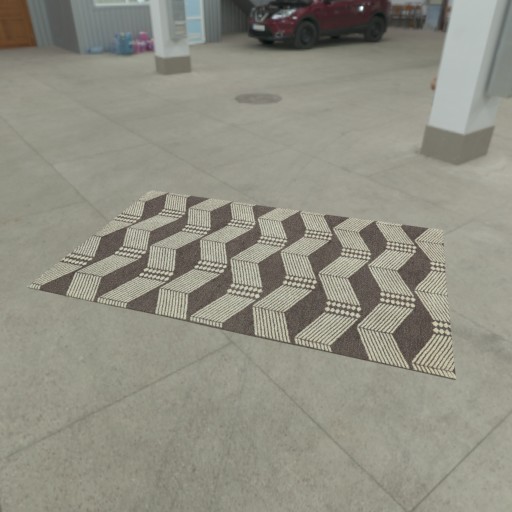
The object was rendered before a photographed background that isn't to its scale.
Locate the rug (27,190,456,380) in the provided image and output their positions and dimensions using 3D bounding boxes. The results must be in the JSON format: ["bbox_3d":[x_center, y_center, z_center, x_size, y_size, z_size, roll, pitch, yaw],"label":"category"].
[{"bbox_3d":[0.000,0.000,2.989,2.435,0.011,1.517,9,33,15],"label":"rug"}]
